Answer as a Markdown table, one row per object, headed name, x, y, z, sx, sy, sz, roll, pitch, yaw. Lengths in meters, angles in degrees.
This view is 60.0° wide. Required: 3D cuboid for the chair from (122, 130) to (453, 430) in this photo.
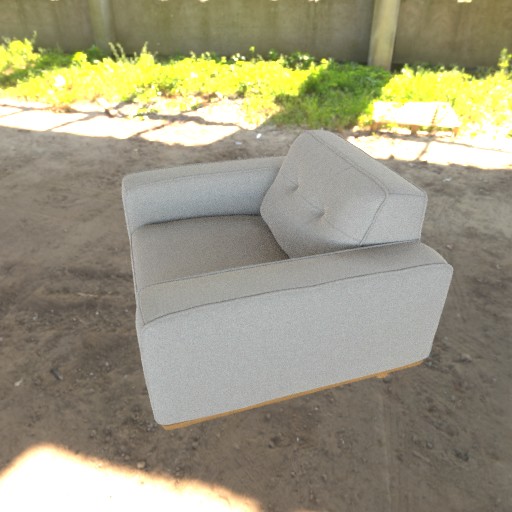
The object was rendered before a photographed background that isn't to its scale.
| name | x | y | z | sx | sy | sz | roll | pitch | yaw |
| --- | --- | --- | --- | --- | --- | --- | --- | --- | --- |
| chair | 0.000 | 0.000 | 1.749 | 0.953 | 0.779 | 1.115 | -9 | 33 | -14 |
